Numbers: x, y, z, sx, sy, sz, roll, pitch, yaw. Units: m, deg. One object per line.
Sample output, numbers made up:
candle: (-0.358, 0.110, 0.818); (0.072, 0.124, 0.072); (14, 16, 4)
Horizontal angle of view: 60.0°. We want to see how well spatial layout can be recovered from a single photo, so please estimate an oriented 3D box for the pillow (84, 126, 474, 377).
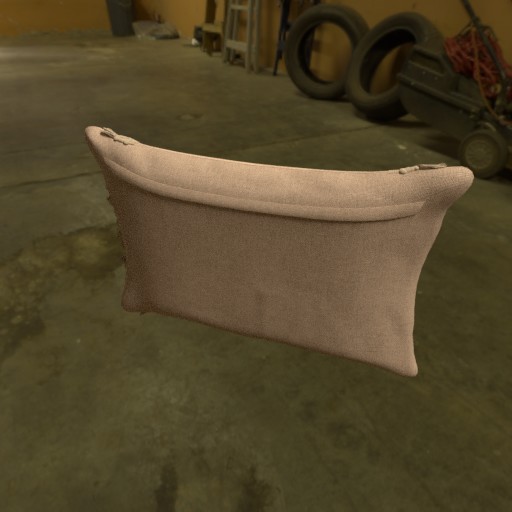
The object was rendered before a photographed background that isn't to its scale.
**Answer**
pillow: (0.000, 0.000, 0.587); (0.466, 0.305, 0.084); (10, 34, 15)
